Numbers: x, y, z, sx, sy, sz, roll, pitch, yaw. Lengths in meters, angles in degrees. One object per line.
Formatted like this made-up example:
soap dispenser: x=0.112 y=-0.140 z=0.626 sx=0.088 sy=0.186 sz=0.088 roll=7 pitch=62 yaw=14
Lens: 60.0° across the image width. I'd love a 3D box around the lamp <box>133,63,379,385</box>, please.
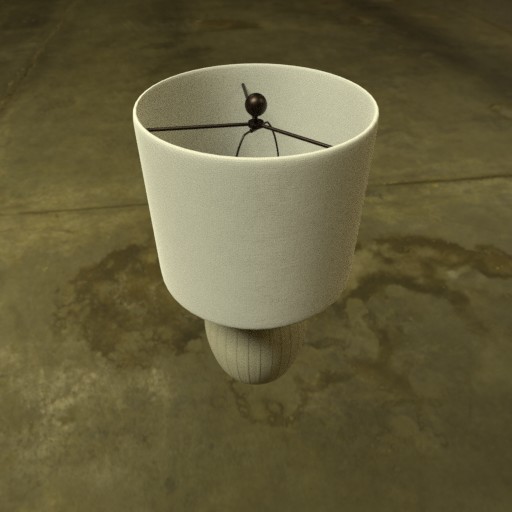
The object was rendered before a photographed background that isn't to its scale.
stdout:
lamp: x=0.000 y=0.000 z=0.777 sx=0.329 sy=0.570 sz=0.329 roll=26 pitch=47 yaw=27
